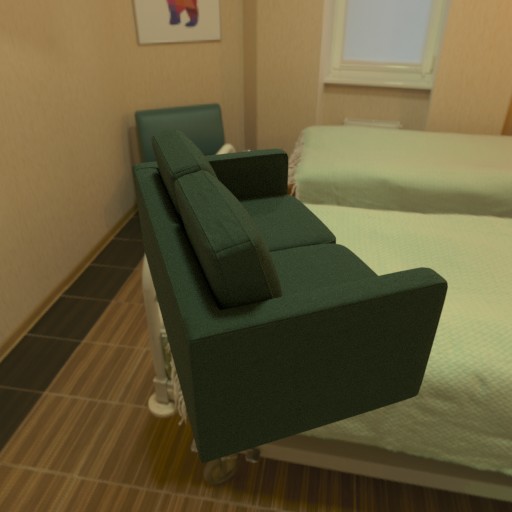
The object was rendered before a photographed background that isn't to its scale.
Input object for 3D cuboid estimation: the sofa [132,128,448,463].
[{"bbox_3d":[0.000,0.000,1.982,0.879,0.899,1.430,-10,33,-16],"label":"sofa"}]
